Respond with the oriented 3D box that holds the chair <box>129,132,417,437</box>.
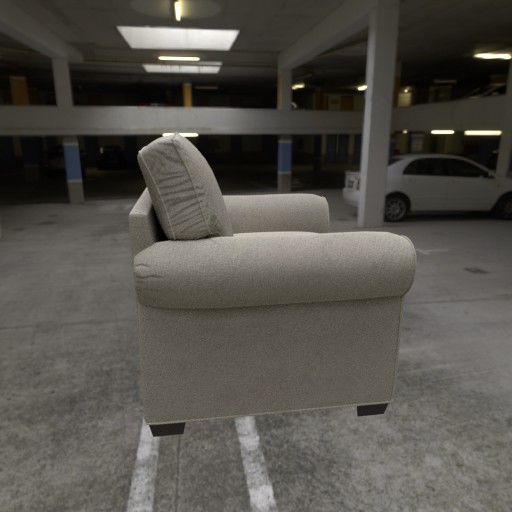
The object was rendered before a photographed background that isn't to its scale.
[{"bbox_3d":[0.000,0.000,1.943,0.939,1.044,1.147,-2,16,-8],"label":"chair"}]
